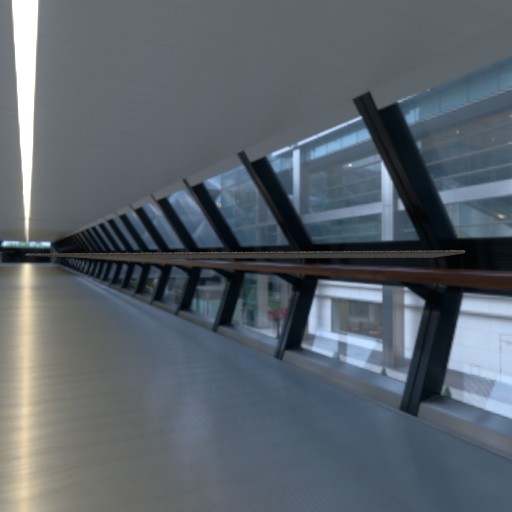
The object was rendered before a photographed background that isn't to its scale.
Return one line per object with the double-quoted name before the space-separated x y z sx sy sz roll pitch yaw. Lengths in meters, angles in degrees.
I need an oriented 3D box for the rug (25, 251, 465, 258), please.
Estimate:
"rug" 0.000 0.000 2.262 1.783 0.008 1.175 0 -1 17
